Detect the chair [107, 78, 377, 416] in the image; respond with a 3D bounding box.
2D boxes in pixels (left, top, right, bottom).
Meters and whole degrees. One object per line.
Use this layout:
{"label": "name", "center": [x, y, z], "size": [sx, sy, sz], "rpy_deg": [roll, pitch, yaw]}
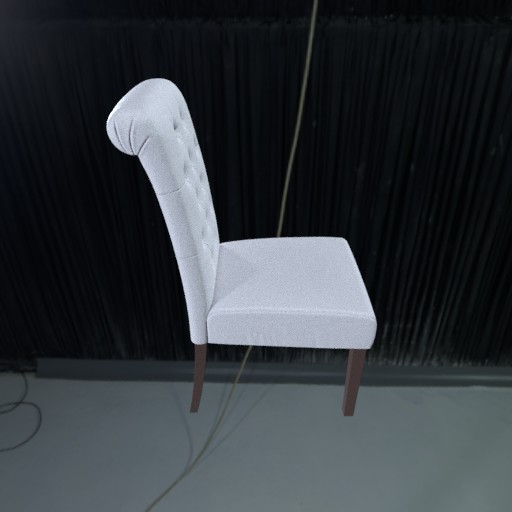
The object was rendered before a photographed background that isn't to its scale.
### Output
{"label": "chair", "center": [0.000, 0.000, 1.379], "size": [0.671, 1.006, 0.456], "rpy_deg": [0, 31, 0]}
